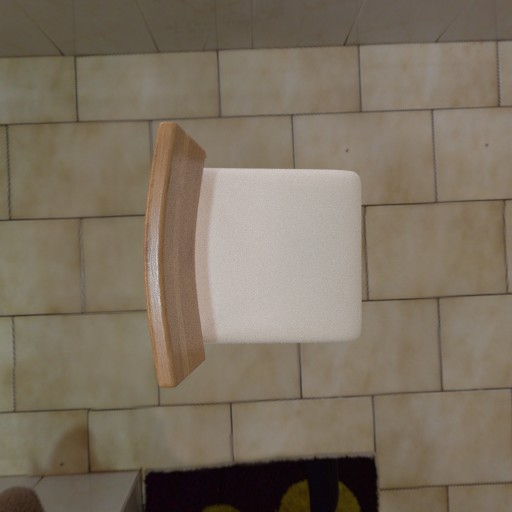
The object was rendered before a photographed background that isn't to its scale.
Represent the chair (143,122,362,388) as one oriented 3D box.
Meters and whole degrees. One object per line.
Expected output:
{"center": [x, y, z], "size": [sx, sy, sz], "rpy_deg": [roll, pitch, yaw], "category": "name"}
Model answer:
{"center": [0.000, 0.000, 1.194], "size": [0.585, 0.844, 0.467], "rpy_deg": [0, 90, -1], "category": "chair"}
